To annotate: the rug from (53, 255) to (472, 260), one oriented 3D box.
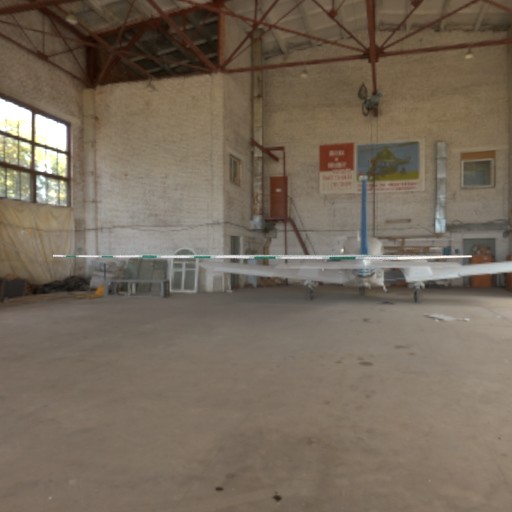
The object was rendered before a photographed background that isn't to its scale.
[{"bbox_3d":[0.000,0.000,3.025,2.436,0.015,1.521,0,0,36],"label":"rug"}]
